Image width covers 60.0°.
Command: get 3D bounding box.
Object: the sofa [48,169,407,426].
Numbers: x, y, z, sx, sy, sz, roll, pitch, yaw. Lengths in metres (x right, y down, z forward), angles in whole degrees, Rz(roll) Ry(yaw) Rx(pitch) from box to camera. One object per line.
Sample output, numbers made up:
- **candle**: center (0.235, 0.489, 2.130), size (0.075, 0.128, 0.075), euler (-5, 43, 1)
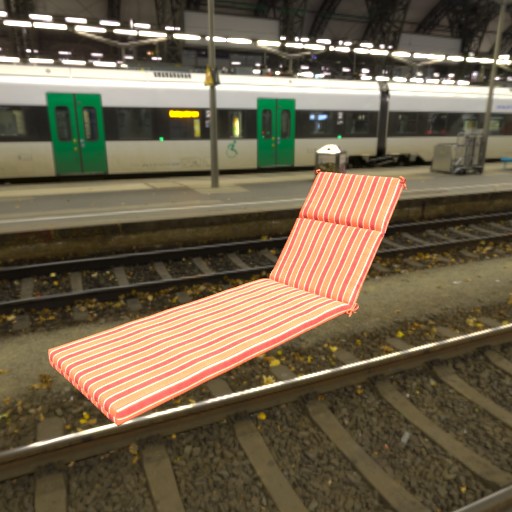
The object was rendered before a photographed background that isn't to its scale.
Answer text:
- **sofa**: center (0.000, 0.000, 1.943), size (0.582, 0.622, 1.663), euler (16, 22, 43)
